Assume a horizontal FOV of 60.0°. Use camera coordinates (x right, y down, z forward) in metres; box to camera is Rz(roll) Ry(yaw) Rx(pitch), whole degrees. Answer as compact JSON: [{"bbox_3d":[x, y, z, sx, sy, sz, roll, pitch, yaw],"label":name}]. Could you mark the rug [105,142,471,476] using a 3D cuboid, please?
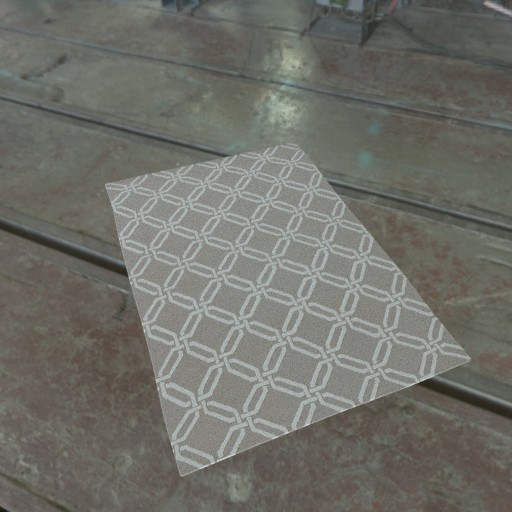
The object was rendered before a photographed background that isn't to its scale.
[{"bbox_3d":[0.000,0.000,2.719,1.524,0.013,2.135,-16,49,-14],"label":"rug"}]
